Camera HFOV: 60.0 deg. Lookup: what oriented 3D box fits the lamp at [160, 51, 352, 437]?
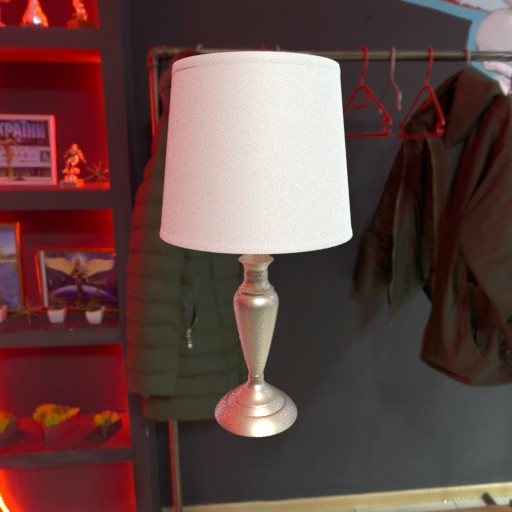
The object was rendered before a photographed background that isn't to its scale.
[{"bbox_3d":[0.000,0.000,0.783,0.328,0.619,0.328,0,14,0],"label":"lamp"}]
